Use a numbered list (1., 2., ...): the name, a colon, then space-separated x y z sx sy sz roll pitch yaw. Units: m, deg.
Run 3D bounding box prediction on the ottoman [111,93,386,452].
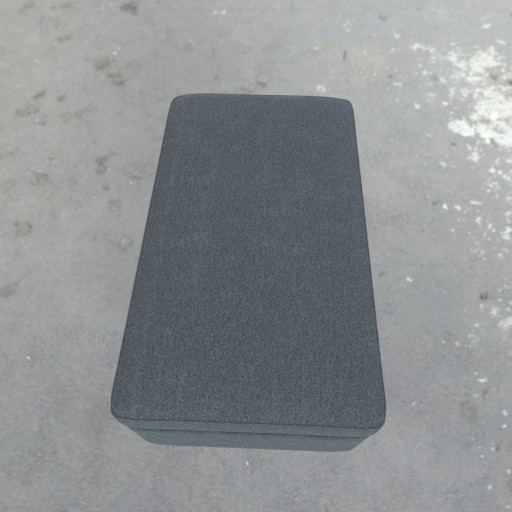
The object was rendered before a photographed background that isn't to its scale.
1. ottoman: 0.000 0.000 1.518 0.681 0.494 1.173 2 59 1
